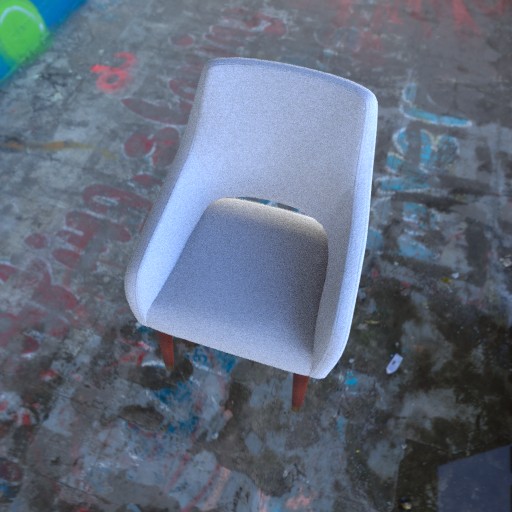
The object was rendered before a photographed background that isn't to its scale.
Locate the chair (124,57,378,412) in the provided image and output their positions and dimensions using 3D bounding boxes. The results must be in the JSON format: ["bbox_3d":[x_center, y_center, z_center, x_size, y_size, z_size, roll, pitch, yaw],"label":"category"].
[{"bbox_3d":[0.000,0.000,1.318,0.609,0.889,0.600,15,60,9],"label":"chair"}]
